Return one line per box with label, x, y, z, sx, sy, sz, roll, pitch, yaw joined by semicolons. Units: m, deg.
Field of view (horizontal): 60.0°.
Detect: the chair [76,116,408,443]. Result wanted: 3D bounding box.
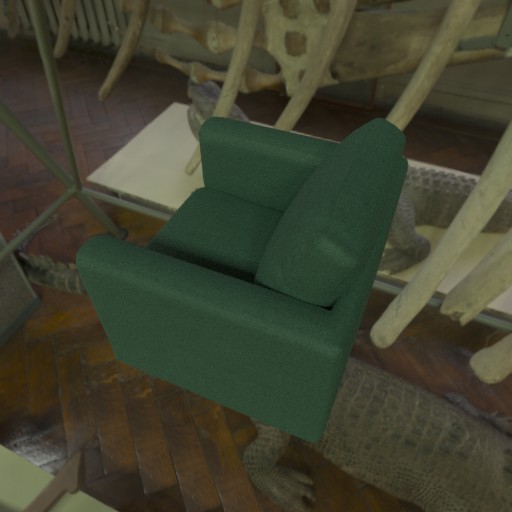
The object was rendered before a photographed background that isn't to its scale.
chair;0.000;0.000;1.544;0.800;0.927;0.855;18;49;16
